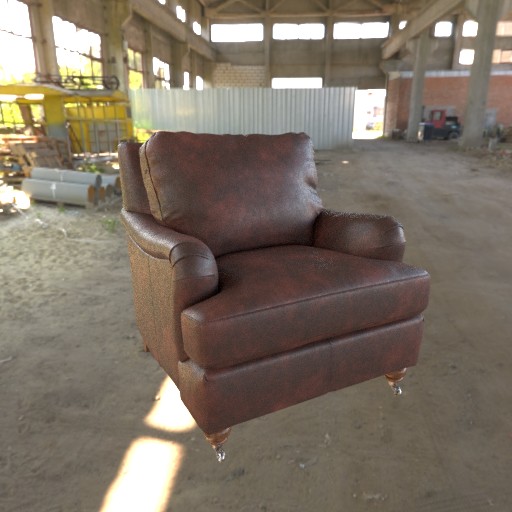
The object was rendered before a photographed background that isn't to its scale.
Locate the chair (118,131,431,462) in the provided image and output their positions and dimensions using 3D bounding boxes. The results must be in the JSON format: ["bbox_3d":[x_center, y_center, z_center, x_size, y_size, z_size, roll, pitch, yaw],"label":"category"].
[{"bbox_3d":[0.000,0.000,1.938,0.987,1.051,1.156,-9,19,-27],"label":"chair"}]
